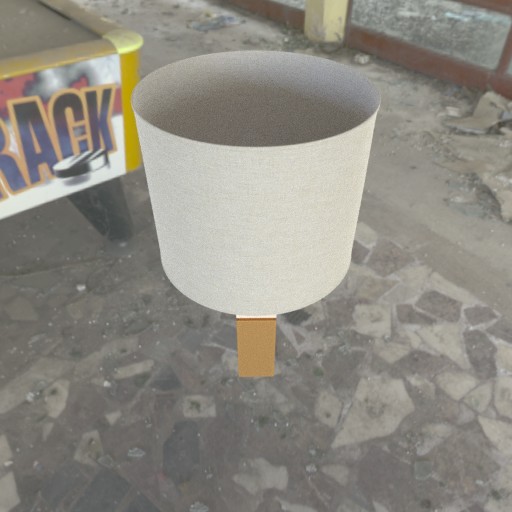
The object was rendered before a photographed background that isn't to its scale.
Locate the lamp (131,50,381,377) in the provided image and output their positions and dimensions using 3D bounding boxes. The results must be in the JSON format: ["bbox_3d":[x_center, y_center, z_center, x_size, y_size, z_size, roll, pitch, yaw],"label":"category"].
[{"bbox_3d":[0.000,0.000,0.552,0.229,0.417,0.229,0,42,0],"label":"lamp"}]
